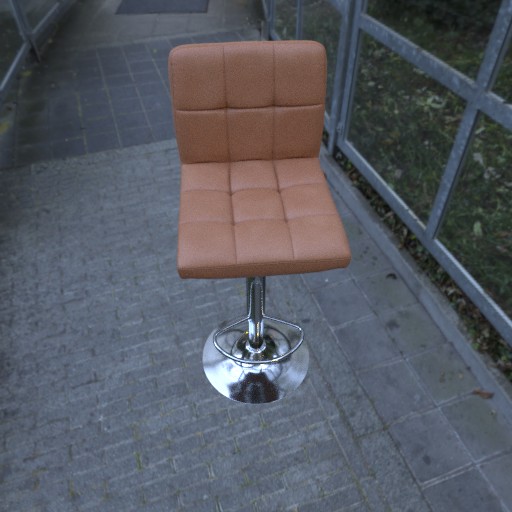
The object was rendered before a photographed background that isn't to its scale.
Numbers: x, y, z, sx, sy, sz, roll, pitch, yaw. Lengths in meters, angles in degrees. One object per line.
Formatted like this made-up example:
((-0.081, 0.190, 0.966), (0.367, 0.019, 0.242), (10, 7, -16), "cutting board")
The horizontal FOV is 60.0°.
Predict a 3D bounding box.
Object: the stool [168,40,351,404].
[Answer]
((0.000, 0.000, 1.378), (0.430, 1.115, 0.505), (-4, 45, -4), "stool")
